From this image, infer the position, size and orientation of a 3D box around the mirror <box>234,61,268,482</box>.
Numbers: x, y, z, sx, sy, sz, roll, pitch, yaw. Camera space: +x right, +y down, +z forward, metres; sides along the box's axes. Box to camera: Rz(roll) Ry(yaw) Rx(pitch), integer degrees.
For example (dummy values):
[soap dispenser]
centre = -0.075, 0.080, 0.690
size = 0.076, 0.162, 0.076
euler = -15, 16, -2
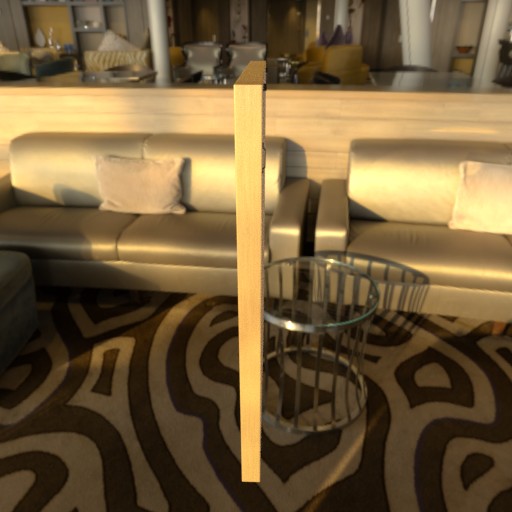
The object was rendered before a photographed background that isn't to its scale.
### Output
[mirror]
centre = 0.000, 0.000, 0.913
size = 0.039, 0.710, 0.507
euler = 1, 27, 1
